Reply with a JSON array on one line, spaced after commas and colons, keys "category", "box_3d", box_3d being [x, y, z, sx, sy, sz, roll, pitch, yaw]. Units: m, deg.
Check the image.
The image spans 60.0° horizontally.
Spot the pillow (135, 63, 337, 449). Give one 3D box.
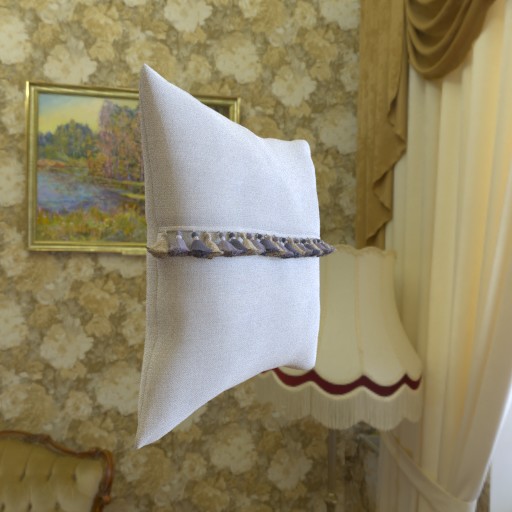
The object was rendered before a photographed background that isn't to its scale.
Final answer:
[{"category": "pillow", "box_3d": [0.000, 0.000, 0.739, 0.165, 0.481, 0.489, 0, 0, 33]}]
